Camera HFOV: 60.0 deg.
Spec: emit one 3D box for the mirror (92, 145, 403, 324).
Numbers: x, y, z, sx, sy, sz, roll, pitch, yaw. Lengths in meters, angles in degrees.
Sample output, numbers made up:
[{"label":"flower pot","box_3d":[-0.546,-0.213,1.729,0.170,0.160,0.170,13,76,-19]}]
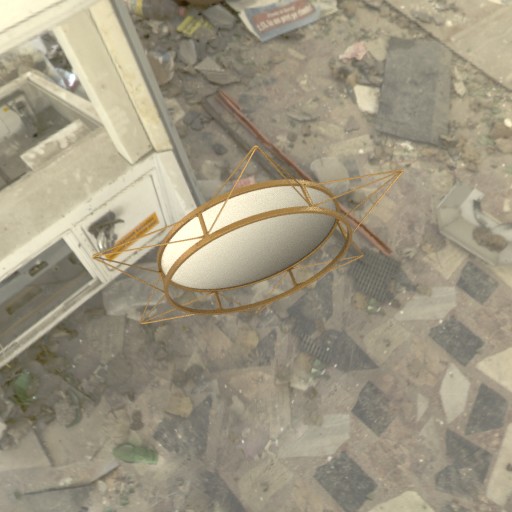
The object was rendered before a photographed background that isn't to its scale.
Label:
[{"label":"mirror","box_3d":[0.000,0.000,0.802,0.498,0.581,0.062,-16,63,-8]}]
